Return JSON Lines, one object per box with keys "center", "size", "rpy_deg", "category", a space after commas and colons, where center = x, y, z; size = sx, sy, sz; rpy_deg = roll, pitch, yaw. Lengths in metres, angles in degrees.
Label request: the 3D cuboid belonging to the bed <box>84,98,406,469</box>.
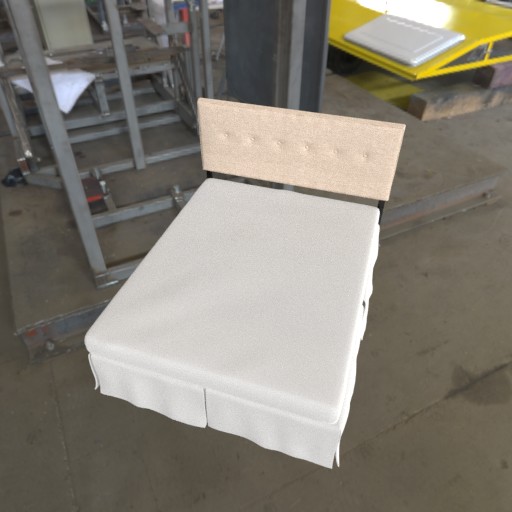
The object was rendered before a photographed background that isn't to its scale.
{"center": [0.000, 0.000, 3.021], "size": [1.643, 1.270, 1.978], "rpy_deg": [12, 43, 13], "category": "bed"}
